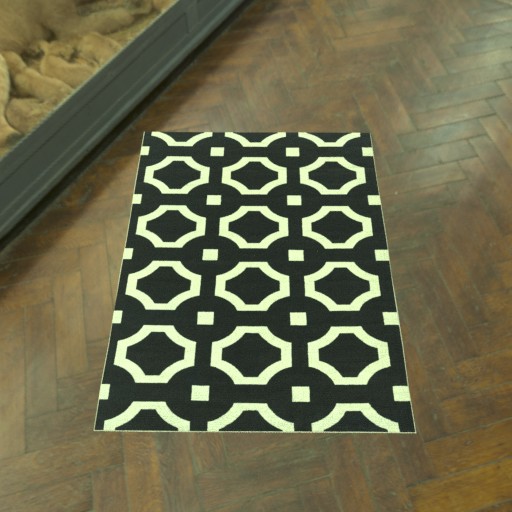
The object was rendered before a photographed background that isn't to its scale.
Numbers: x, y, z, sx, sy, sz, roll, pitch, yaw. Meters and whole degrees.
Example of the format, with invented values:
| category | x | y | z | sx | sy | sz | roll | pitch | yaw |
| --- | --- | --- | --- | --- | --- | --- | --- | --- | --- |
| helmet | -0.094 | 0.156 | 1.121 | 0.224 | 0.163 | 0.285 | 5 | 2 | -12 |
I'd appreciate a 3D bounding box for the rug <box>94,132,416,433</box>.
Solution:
| category | x | y | z | sx | sy | sz | roll | pitch | yaw |
| --- | --- | --- | --- | --- | --- | --- | --- | --- | --- |
| rug | 0.000 | 0.000 | 4.097 | 2.466 | 0.021 | 3.049 | 0 | 62 | 0 |
